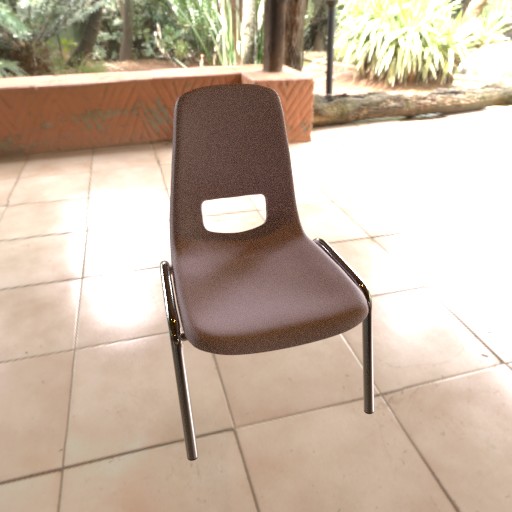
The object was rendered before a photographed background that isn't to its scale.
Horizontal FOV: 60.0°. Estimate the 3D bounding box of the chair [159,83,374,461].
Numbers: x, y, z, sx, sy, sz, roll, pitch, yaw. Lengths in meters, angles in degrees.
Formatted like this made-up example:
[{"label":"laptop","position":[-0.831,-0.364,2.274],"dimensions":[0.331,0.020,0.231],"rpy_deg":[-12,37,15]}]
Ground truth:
[{"label":"chair","position":[0.000,0.000,0.811],"dimensions":[0.354,0.536,0.385],"rpy_deg":[-9,32,-14]}]
